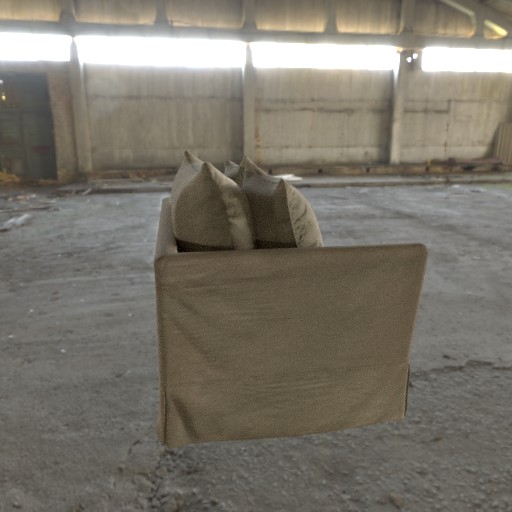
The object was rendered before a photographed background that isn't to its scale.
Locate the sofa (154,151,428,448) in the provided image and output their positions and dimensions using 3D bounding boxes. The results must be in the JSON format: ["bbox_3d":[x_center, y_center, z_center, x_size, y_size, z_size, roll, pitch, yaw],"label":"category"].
[{"bbox_3d":[0.000,0.000,2.308,1.035,1.040,1.608,-3,15,-10],"label":"sofa"}]
